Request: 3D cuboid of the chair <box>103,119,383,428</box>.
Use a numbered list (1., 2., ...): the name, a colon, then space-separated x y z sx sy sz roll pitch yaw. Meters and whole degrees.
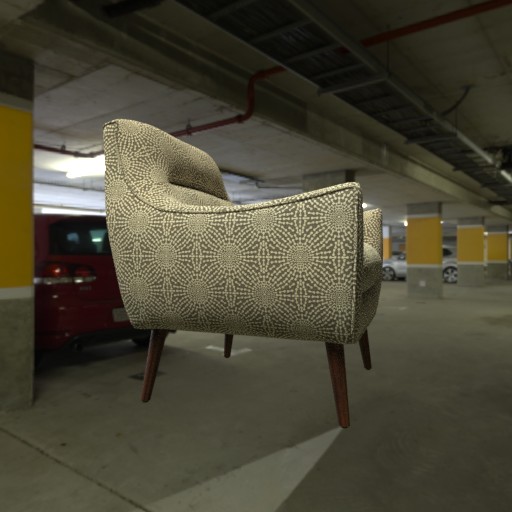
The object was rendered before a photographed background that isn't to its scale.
1. chair: 0.000 0.000 1.474 0.787 0.838 0.762 0 0 20
